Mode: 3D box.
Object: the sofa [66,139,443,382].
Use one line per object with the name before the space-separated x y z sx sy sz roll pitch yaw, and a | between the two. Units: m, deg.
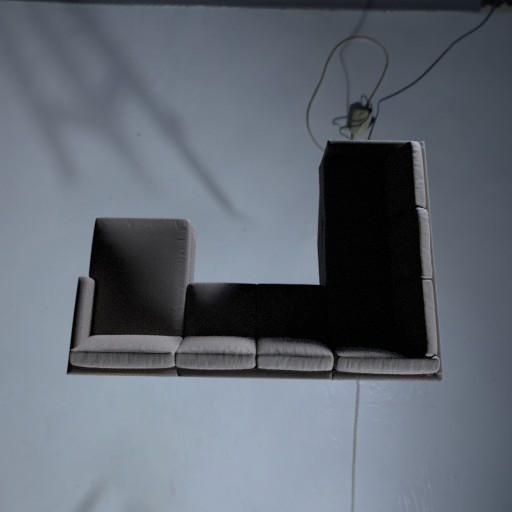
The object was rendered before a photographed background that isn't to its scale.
sofa | 0.000 0.000 4.552 3.460 0.882 2.427 1 76 0
